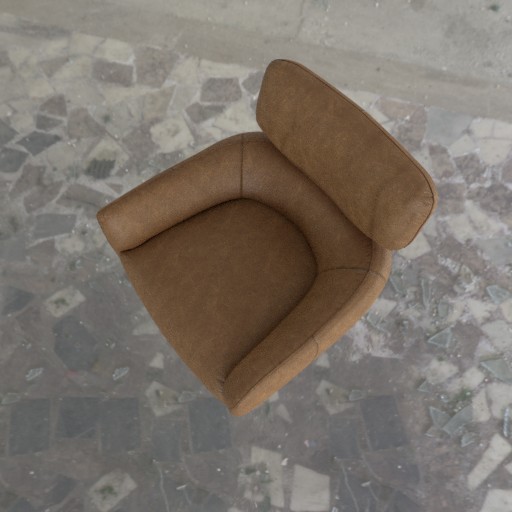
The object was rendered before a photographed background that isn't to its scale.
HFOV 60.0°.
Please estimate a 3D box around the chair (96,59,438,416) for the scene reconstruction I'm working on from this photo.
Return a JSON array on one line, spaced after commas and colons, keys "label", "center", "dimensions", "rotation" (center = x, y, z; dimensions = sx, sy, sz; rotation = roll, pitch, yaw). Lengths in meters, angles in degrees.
[{"label": "chair", "center": [0.000, 0.000, 1.355], "dimensions": [0.715, 0.812, 0.706], "rotation": [-35, 69, -16]}]
